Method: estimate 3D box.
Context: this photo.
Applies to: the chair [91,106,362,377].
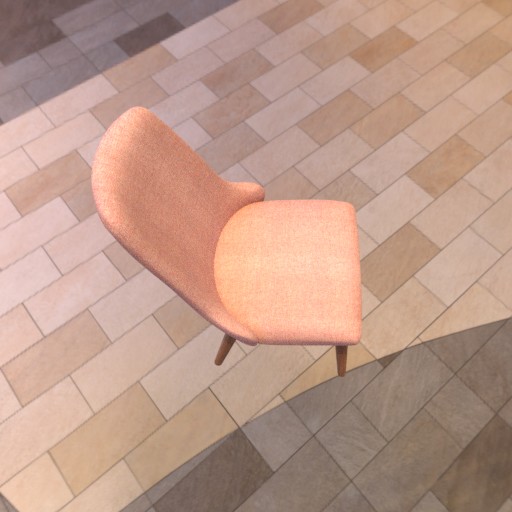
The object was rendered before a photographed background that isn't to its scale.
[{"bbox_3d":[0.000,0.000,1.365,0.707,0.918,0.535,4,64,2],"label":"chair"}]
